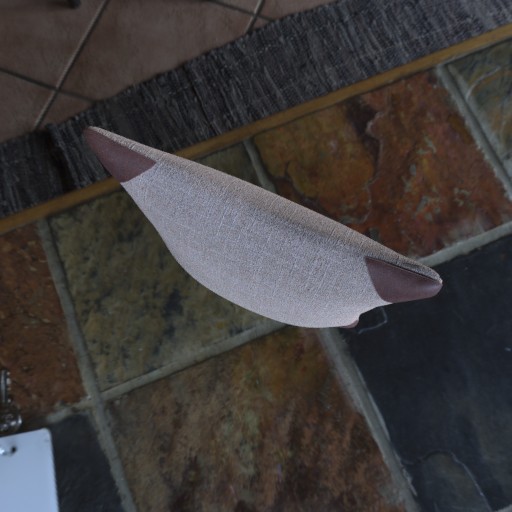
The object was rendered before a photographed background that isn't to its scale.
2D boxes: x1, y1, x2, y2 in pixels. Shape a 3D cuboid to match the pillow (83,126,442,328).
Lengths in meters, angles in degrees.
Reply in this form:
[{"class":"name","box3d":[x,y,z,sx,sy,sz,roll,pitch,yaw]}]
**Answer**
[{"class":"pillow","box3d":[0.000,0.000,0.694,0.437,0.448,0.147,23,78,5]}]
